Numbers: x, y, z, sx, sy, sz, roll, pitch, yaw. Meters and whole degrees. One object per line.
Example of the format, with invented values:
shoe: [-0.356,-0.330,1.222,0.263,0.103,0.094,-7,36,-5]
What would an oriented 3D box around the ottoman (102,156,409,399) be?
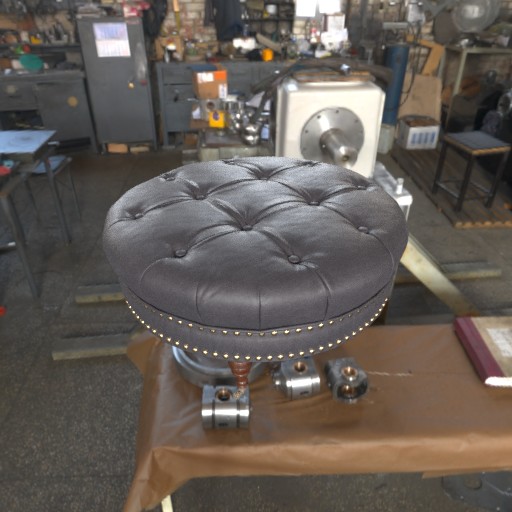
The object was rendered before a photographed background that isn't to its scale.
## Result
ottoman: [0.000,0.000,1.427,0.901,0.439,0.901,0,32,0]
